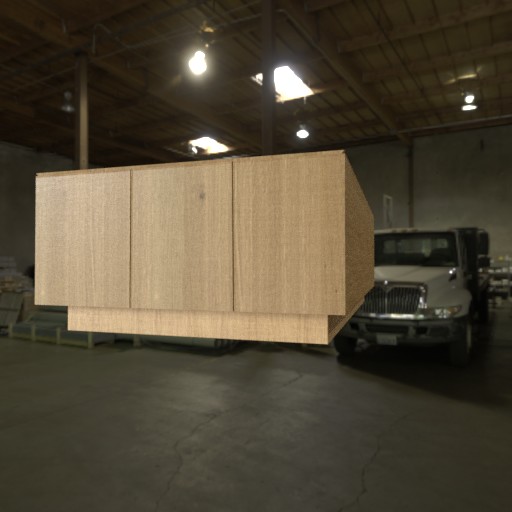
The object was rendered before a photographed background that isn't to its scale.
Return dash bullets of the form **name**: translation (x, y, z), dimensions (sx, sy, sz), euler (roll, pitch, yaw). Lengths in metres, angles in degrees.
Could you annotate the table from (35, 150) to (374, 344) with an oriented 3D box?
- **table**: translation (0.000, 0.000, 1.410), dimensions (0.678, 0.353, 1.110), euler (0, -1, 17)
